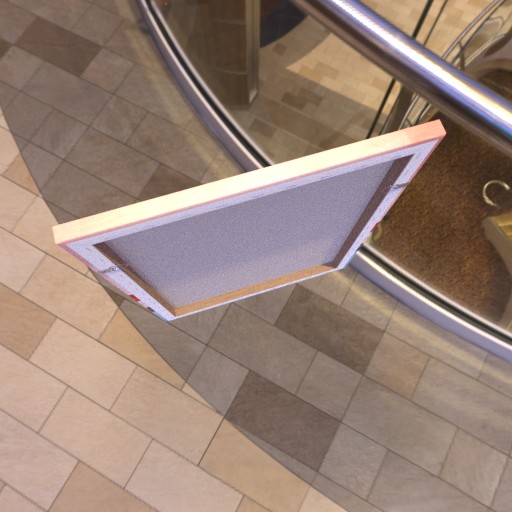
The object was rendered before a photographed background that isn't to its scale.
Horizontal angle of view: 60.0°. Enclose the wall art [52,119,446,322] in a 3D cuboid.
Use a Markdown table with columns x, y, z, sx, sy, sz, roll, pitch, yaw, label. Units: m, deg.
| x | y | z | sx | sy | sz | roll | pitch | yaw | label |
| --- | --- | --- | --- | --- | --- | --- | --- | --- | --- |
| 0.000 | 0.000 | 1.317 | 0.761 | 1.016 | 0.039 | -16 | 74 | -5 | wall art |
